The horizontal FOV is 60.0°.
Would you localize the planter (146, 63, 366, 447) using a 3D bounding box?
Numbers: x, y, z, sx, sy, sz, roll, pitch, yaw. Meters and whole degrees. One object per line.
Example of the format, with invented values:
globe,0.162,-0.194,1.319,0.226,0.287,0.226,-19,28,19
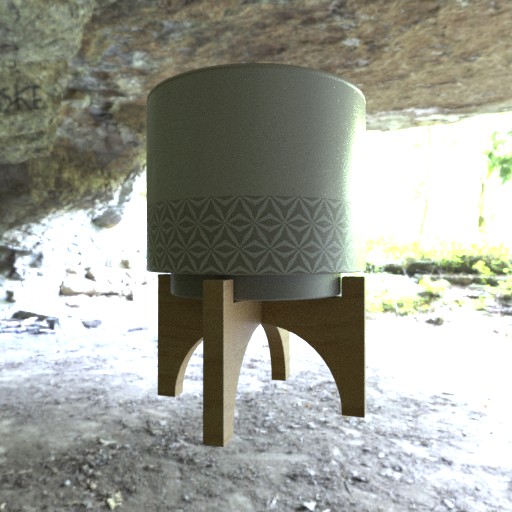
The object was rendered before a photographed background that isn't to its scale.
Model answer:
planter,0.000,0.000,0.392,0.188,0.260,0.188,0,0,0
